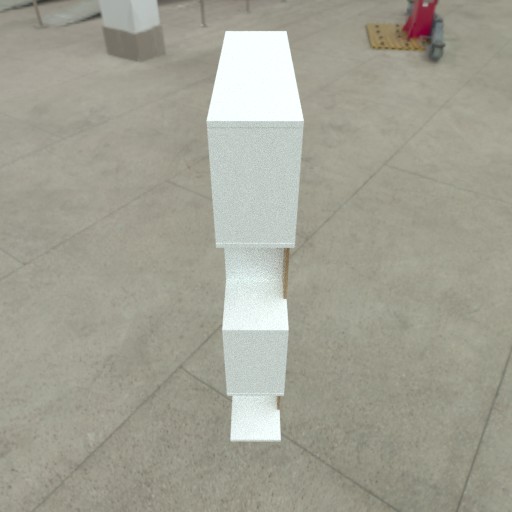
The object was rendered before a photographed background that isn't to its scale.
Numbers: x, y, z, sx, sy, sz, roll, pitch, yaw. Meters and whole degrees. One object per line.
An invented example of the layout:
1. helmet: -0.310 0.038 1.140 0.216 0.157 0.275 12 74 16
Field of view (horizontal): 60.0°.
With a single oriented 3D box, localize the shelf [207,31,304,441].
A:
1. shelf: 0.000 0.000 2.001 0.250 1.650 0.890 0 40 0
